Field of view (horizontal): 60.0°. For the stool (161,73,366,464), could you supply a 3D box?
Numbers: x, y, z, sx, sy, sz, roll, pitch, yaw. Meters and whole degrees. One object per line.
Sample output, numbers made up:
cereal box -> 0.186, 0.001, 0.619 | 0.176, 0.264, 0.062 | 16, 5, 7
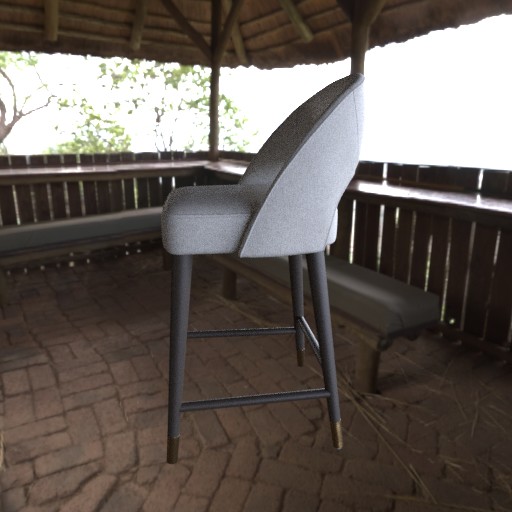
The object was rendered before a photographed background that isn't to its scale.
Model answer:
stool -> 0.000, 0.000, 1.224 | 0.509, 0.940, 0.494 | -2, 16, -7
